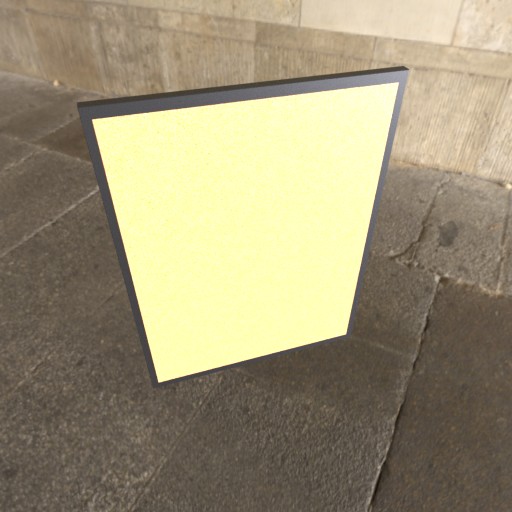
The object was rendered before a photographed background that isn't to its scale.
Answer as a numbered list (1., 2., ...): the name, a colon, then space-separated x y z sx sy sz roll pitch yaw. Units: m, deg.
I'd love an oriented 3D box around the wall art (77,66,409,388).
1. wall art: 0.000 0.000 1.339 0.774 1.027 0.030 -12 42 -13
